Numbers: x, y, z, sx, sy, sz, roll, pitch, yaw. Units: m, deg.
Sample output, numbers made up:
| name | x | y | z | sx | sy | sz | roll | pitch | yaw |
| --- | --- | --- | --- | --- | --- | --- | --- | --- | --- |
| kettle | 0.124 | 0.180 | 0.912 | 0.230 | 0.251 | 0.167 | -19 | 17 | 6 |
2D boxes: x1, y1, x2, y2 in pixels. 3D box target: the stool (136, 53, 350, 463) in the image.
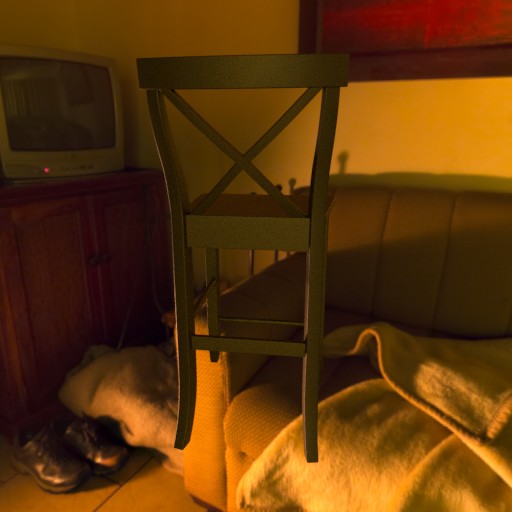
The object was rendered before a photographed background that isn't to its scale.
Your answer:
| name | x | y | z | sx | sy | sz | roll | pitch | yaw |
| --- | --- | --- | --- | --- | --- | --- | --- | --- | --- |
| stool | 0.000 | 0.000 | 1.270 | 0.452 | 0.989 | 0.559 | 2 | 16 | 8 |
